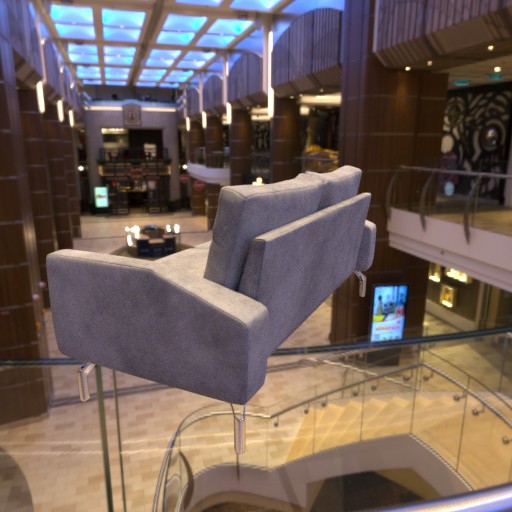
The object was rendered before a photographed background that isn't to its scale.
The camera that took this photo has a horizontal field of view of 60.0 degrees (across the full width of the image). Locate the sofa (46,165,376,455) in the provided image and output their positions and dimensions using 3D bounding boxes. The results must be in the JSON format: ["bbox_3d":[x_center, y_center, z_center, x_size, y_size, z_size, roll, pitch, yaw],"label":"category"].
[{"bbox_3d":[0.000,0.000,2.269,0.849,0.859,1.837,7,16,25],"label":"sofa"}]
